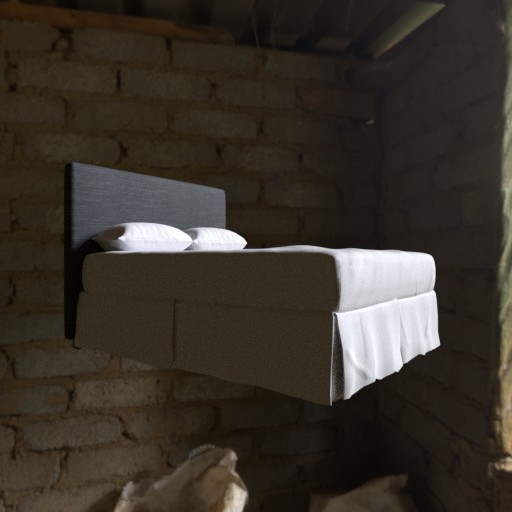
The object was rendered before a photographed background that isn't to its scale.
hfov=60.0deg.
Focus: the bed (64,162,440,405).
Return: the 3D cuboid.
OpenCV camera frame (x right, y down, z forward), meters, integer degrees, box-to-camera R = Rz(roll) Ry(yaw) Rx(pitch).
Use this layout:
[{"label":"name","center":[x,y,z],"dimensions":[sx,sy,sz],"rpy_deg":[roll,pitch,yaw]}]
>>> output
[{"label":"bed","center":[0.000,0.000,3.165],"dimensions":[2.142,1.330,1.723],"rpy_deg":[0,0,37]}]
